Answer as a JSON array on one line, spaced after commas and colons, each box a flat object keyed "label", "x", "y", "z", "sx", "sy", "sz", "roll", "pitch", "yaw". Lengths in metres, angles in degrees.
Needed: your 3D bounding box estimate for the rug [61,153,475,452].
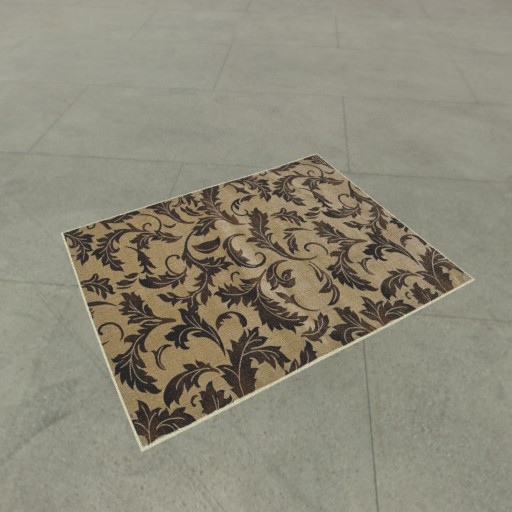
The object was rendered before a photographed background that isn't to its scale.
[{"label": "rug", "x": 0.000, "y": 0.000, "z": 4.001, "sx": 2.977, "sy": 0.008, "sz": 2.380, "roll": -21, "pitch": 48, "yaw": -21}]
